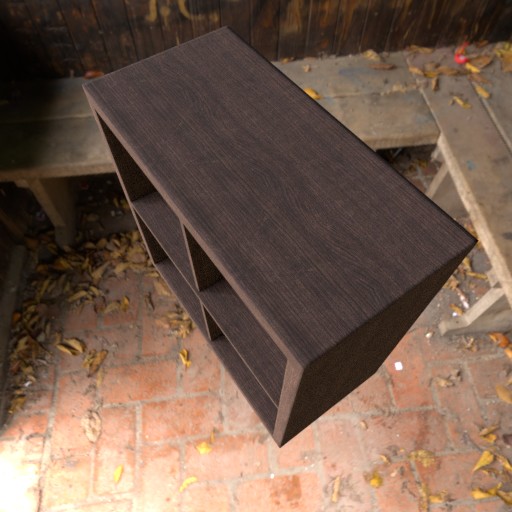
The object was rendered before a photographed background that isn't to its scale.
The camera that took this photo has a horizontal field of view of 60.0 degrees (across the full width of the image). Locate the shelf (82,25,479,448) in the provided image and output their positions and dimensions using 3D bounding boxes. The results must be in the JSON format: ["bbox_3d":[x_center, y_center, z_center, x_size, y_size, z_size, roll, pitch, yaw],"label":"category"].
[{"bbox_3d":[0.000,0.000,1.216,0.390,0.786,0.790,-31,64,-18],"label":"shelf"}]
